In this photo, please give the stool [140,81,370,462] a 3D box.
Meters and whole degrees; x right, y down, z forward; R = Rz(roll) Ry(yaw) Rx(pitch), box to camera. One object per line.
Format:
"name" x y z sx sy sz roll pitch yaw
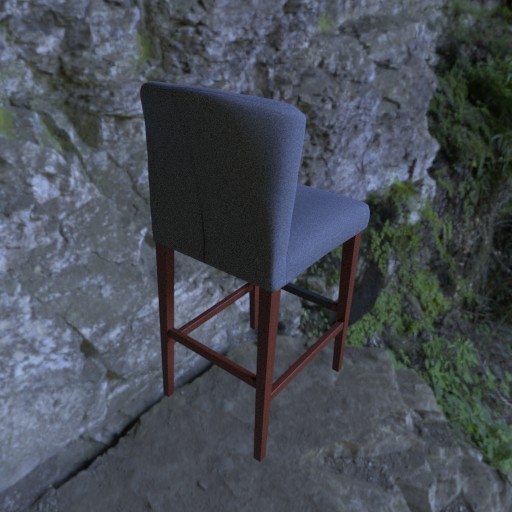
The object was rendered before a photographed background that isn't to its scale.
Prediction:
"stool" 0.000 0.000 1.384 0.481 1.069 0.568 21 36 33
